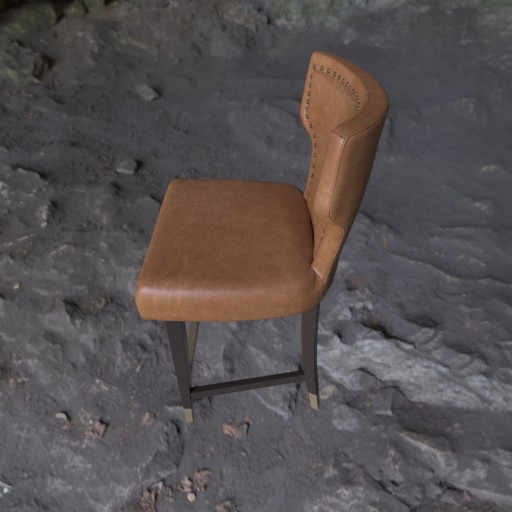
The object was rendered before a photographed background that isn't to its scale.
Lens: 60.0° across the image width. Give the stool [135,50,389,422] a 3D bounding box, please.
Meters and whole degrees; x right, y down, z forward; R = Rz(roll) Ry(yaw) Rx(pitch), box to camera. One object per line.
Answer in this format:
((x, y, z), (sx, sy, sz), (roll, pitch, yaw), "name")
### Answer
((0.000, 0.000, 1.272), (0.563, 0.982, 0.526), (1, 40, 1), "stool")
